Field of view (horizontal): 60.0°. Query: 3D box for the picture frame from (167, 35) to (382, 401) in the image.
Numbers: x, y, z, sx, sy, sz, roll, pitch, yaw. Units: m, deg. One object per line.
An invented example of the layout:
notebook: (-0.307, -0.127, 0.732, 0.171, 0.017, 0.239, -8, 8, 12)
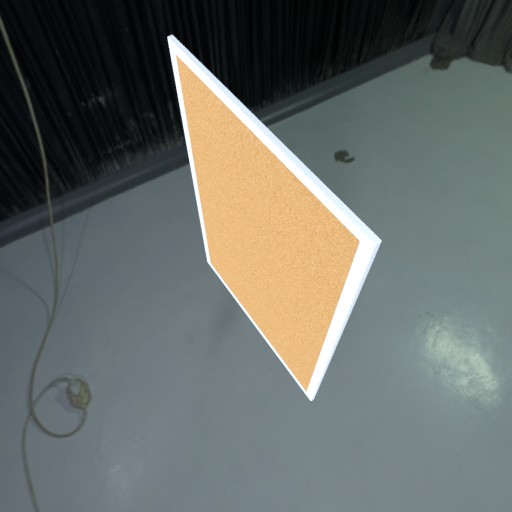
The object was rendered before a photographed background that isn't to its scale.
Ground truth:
picture frame: (0.000, 0.000, 1.218, 0.013, 0.940, 0.659, -30, 63, -18)
